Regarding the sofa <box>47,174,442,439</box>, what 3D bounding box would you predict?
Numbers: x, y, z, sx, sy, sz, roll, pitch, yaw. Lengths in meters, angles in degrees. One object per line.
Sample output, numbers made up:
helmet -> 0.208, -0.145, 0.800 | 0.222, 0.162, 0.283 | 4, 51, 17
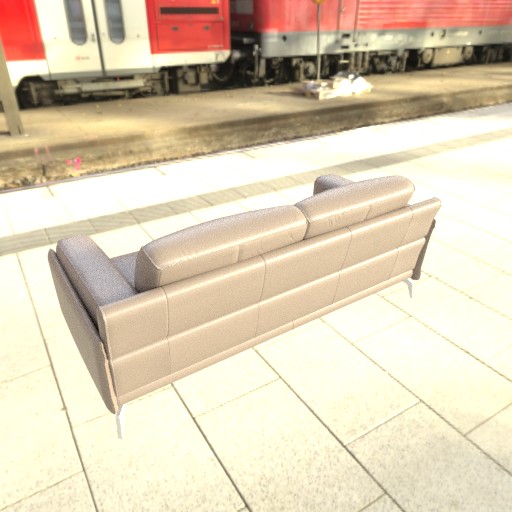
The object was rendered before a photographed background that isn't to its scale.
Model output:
sofa -> 0.000, 0.000, 2.581 | 2.101, 0.930, 1.049 | -18, 34, -29
